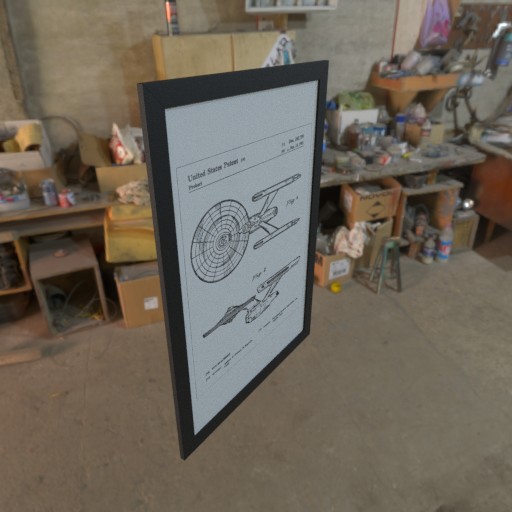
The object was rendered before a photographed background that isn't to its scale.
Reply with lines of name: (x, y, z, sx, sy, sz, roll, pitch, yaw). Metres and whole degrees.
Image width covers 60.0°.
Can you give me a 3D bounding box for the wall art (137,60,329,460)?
wall art: (0.000, 0.000, 0.680, 0.008, 0.530, 0.379, 18, 33, 31)
